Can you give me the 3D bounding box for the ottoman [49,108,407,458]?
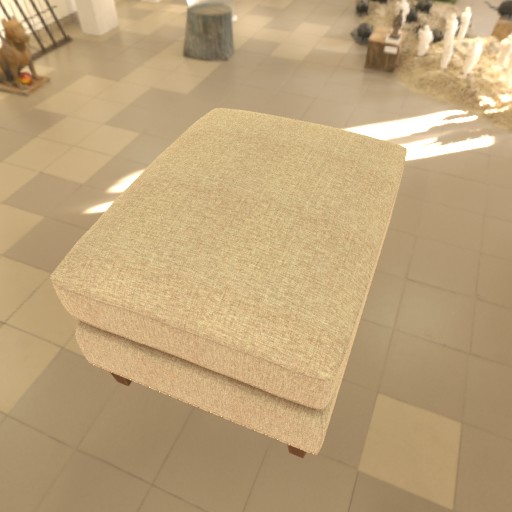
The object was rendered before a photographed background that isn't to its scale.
[{"bbox_3d":[0.000,0.000,1.129,0.584,0.513,0.741,16,48,15],"label":"ottoman"}]
